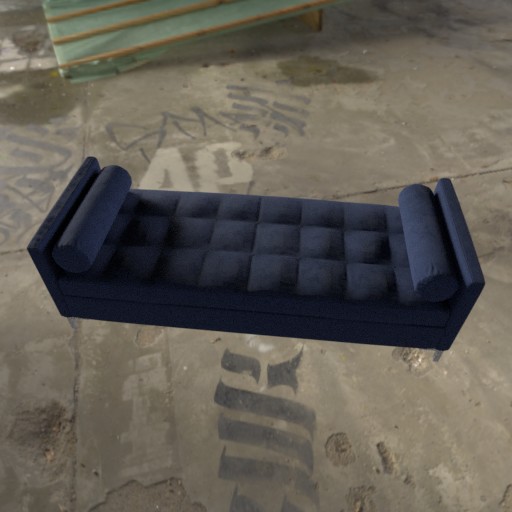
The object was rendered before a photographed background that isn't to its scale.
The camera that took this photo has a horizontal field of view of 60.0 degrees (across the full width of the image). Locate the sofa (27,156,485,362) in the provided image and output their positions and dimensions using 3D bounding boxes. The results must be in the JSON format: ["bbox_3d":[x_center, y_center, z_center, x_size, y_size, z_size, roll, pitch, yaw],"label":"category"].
[{"bbox_3d":[0.000,0.000,2.469,2.102,0.657,0.797,4,46,4],"label":"sofa"}]
